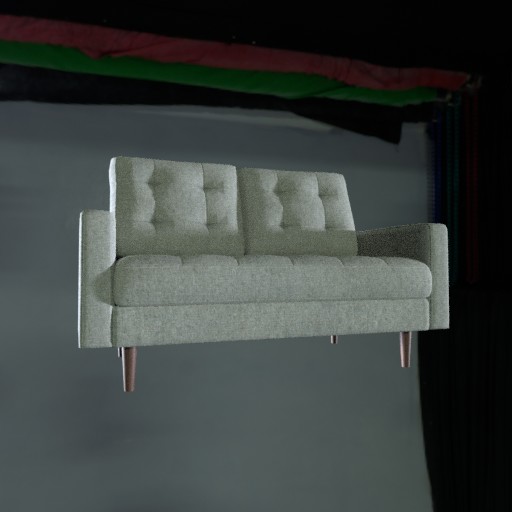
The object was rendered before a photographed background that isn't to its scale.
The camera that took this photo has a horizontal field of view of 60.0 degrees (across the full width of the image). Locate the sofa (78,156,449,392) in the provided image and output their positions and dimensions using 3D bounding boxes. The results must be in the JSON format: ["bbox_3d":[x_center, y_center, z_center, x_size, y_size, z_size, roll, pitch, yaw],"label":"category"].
[{"bbox_3d":[0.000,0.000,1.938,1.407,0.907,0.842,1,-2,-19],"label":"sofa"}]
